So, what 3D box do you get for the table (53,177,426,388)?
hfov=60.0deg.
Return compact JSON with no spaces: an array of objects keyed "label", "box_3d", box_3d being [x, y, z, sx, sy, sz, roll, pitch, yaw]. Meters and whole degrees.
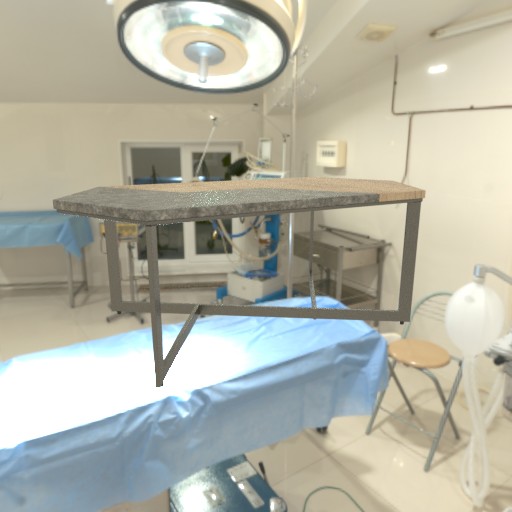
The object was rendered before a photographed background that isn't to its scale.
[{"label":"table","box_3d":[0.000,0.000,1.507,1.219,0.457,0.609,-8,16,-27]}]
